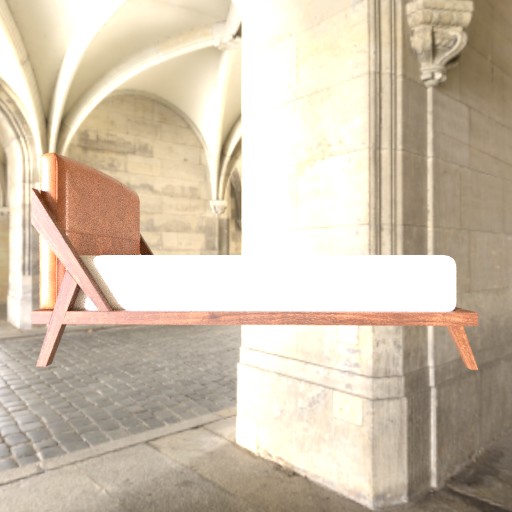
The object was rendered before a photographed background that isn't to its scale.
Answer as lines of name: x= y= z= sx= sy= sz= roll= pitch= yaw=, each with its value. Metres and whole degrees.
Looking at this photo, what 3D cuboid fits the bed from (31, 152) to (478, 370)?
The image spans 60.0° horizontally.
bed: x=0.000 y=0.000 z=3.116 sx=2.311 sy=1.168 sz=1.651 roll=0 pitch=0 yaw=2
